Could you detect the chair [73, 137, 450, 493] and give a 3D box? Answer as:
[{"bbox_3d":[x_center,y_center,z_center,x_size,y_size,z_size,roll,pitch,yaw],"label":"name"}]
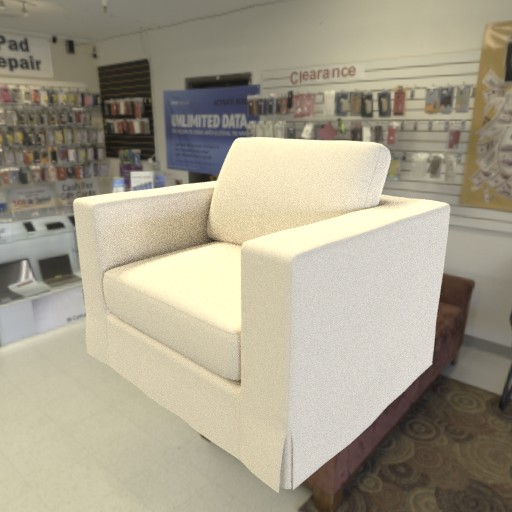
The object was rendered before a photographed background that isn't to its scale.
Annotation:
[{"bbox_3d":[0.000,0.000,1.735,1.150,0.878,0.957,16,23,41],"label":"chair"}]
